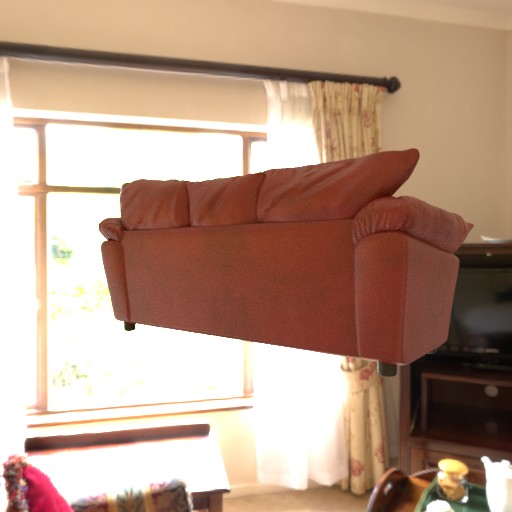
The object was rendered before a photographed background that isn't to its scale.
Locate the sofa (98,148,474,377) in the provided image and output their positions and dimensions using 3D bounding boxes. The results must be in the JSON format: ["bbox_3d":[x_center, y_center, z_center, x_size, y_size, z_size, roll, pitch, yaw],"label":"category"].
[{"bbox_3d":[0.000,0.000,2.846,2.390,1.091,0.907,0,0,38],"label":"sofa"}]
